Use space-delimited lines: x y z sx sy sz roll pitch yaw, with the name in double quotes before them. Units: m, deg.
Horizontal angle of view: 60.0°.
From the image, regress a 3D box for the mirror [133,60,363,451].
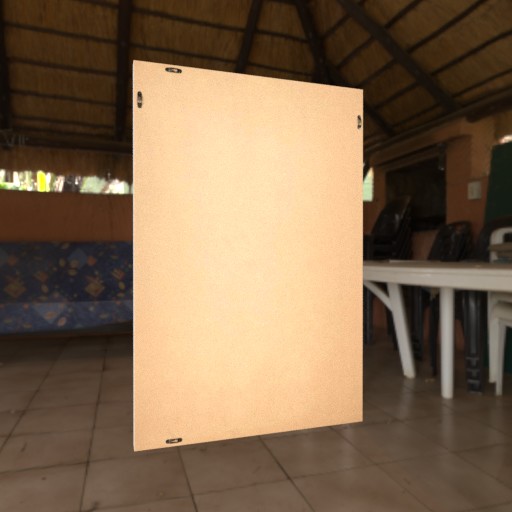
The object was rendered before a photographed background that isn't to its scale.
"mirror" 0.000 0.000 1.144 0.609 0.915 0.040 0 0 -18
